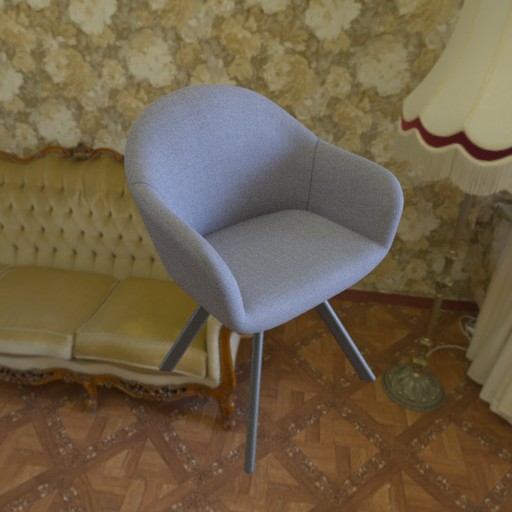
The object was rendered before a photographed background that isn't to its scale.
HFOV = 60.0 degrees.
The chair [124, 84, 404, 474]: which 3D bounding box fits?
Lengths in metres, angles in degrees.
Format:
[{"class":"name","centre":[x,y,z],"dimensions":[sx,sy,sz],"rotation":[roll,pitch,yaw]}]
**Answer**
[{"class":"chair","centre":[0.000,0.000,1.177],"dimensions":[0.590,0.795,0.550],"rotation":[-23,38,-32]}]
